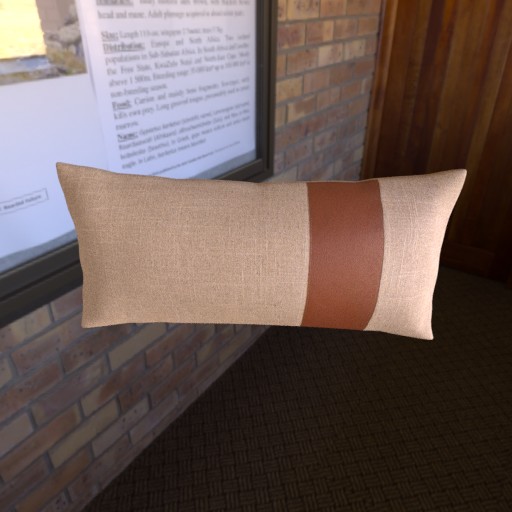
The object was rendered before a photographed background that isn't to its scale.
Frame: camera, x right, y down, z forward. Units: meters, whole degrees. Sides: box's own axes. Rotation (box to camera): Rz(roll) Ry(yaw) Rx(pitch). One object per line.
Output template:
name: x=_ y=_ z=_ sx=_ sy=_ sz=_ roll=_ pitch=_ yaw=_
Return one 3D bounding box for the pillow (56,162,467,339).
pillow: x=0.000 y=0.000 z=0.710 sx=0.612 sy=0.282 sz=0.155 roll=2 pitch=30 yaw=3
